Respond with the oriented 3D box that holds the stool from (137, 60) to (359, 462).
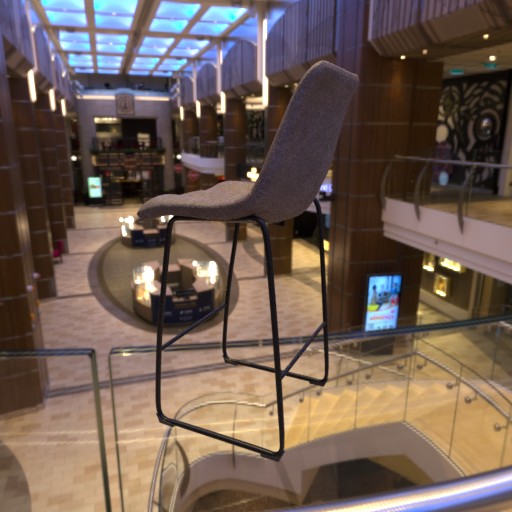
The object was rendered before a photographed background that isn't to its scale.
[{"bbox_3d":[0.000,0.000,1.415,0.561,1.082,0.514,7,17,25],"label":"stool"}]
